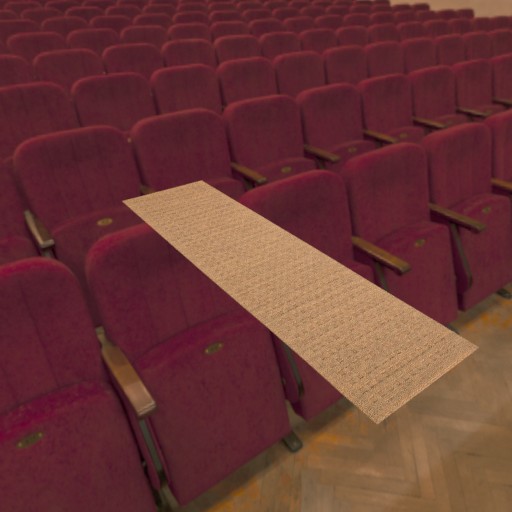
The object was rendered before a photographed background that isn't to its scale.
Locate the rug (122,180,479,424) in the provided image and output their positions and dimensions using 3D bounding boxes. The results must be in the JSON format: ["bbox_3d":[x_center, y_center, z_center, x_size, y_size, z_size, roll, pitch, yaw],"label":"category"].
[{"bbox_3d":[0.000,0.000,2.642,0.688,0.005,2.437,-21,37,-30],"label":"rug"}]
